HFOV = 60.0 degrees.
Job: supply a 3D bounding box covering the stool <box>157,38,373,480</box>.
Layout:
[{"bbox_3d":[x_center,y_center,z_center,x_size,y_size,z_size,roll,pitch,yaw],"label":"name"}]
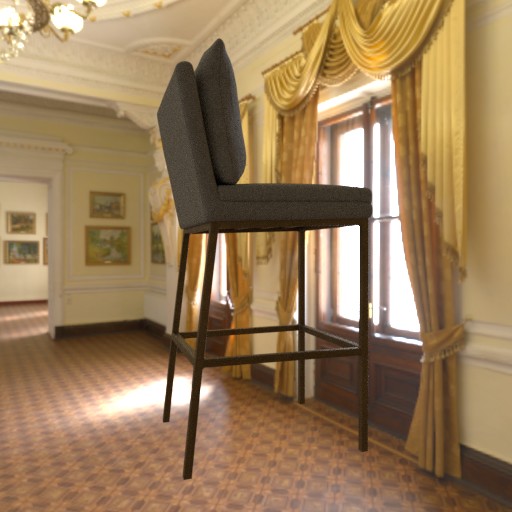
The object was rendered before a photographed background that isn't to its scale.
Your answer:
[{"bbox_3d":[0.000,0.000,1.405,0.569,1.132,0.463,0,1,-19],"label":"stool"}]
